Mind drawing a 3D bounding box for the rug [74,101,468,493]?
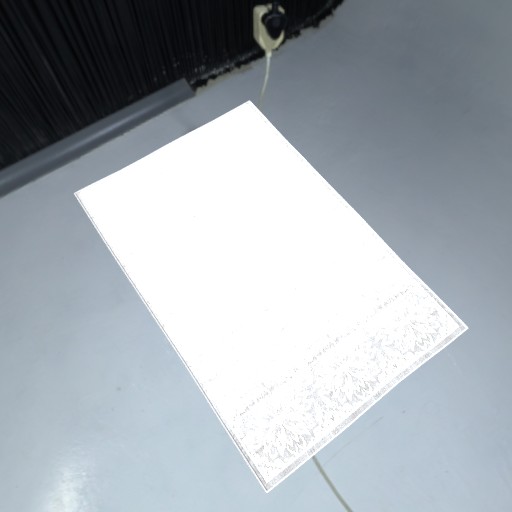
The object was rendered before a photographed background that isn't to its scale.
[{"bbox_3d":[0.000,0.000,3.471,1.819,0.018,2.746,-33,68,-15],"label":"rug"}]
